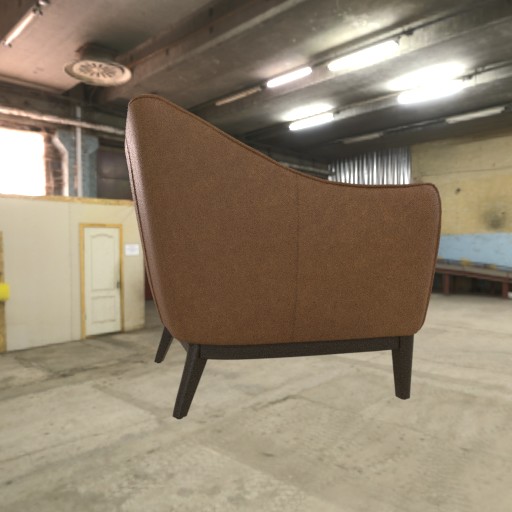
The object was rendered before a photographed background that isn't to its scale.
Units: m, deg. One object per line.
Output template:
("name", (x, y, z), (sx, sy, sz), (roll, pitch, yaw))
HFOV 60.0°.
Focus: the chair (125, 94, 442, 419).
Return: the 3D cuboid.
("chair", (0.000, 0.000, 1.511), (0.852, 0.830, 0.871), (0, 1, -17))
